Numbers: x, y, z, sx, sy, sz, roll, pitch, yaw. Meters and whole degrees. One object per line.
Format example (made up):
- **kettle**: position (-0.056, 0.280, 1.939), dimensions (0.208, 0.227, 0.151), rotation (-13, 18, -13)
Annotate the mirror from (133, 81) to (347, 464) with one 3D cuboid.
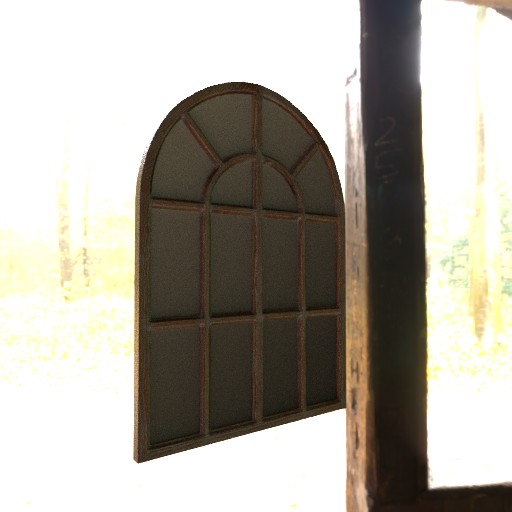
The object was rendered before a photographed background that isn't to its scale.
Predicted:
- **mirror**: position (0.000, 0.000, 1.185), dimensions (0.660, 0.920, 0.032), rotation (1, -2, -36)
